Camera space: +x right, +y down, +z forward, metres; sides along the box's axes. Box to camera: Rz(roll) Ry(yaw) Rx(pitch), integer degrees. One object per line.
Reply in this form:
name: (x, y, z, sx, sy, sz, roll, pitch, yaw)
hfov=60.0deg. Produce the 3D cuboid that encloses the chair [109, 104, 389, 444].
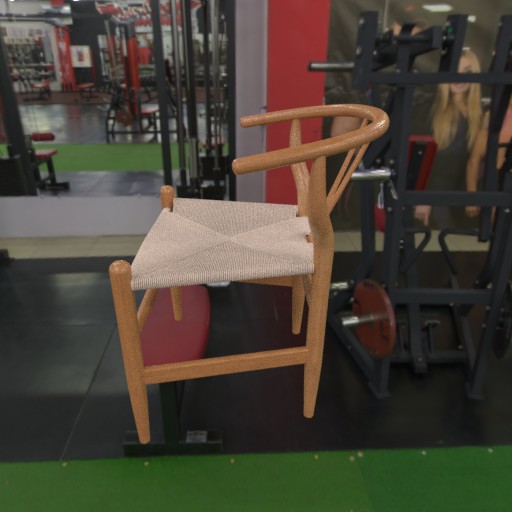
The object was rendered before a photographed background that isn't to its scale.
chair: (0.000, 0.000, 1.150, 0.579, 0.730, 0.569, 0, 25, 0)
